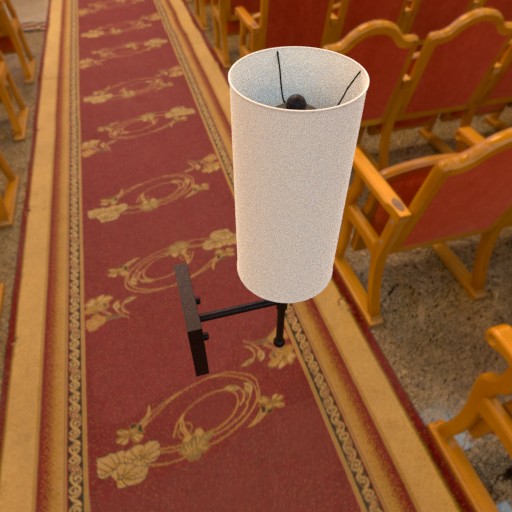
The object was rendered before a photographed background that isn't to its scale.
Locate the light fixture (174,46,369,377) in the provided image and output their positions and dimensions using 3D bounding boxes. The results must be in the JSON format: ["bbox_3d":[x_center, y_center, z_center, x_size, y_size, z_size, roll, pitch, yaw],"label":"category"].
[{"bbox_3d":[0.000,0.000,0.566,0.208,0.462,0.128,-12,48,-11],"label":"light fixture"}]
